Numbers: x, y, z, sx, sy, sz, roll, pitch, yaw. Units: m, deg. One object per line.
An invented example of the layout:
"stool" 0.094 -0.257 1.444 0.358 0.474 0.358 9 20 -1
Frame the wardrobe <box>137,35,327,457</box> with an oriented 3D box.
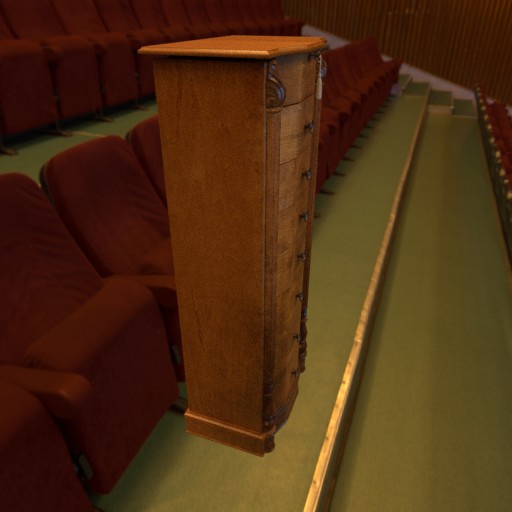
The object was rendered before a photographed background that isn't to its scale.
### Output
"wardrobe" 0.000 0.000 1.099 0.273 0.959 0.406 10 31 18
